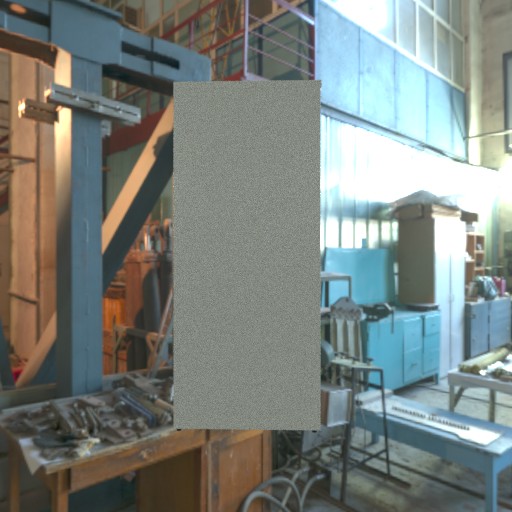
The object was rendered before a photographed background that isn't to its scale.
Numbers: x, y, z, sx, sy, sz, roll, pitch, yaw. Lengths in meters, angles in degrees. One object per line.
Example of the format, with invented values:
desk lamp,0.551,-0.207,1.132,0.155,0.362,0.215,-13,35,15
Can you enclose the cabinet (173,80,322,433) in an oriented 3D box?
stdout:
cabinet,0.000,0.000,1.860,0.380,0.900,1.450,0,0,2
